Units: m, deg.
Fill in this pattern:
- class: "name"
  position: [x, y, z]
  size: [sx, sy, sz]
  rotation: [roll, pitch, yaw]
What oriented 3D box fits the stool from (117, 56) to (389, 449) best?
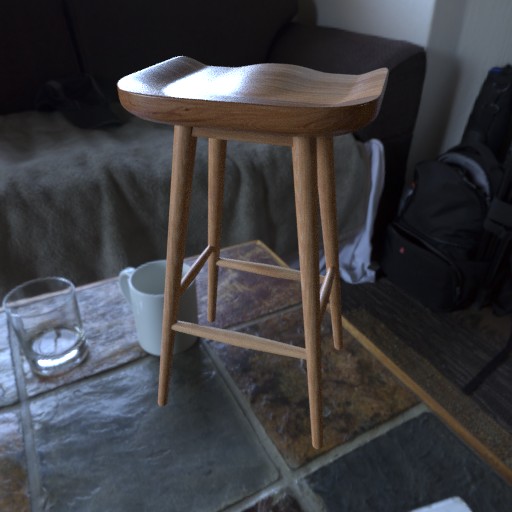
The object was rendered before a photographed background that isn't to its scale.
- class: "stool"
  position: [0.000, 0.000, 0.911]
  size: [0.407, 0.698, 0.322]
  rotation: [10, 35, 14]
